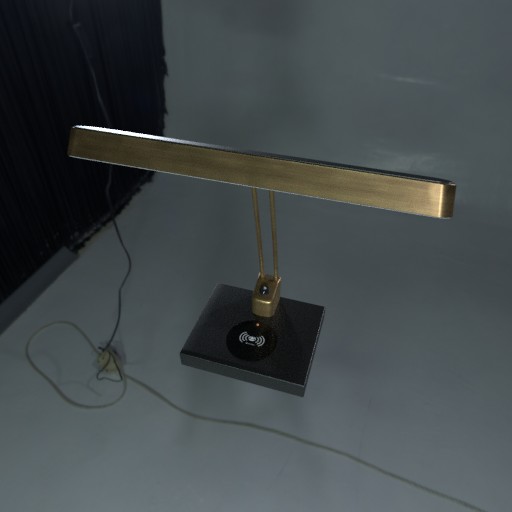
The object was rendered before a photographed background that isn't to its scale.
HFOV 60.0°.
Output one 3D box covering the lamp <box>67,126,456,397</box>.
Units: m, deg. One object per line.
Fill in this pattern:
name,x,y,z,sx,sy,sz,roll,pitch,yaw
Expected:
lamp,0.000,0.000,0.582,0.412,0.345,0.156,12,42,13
